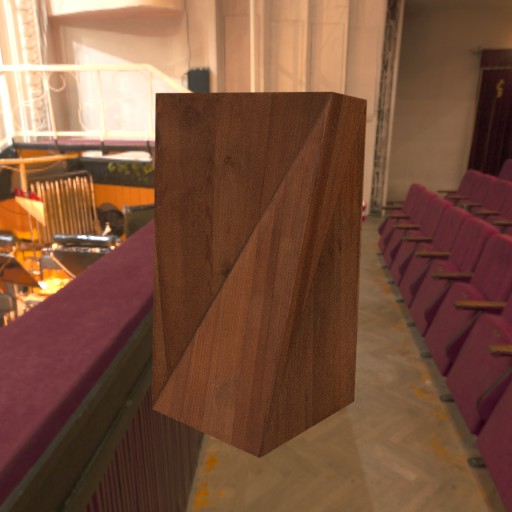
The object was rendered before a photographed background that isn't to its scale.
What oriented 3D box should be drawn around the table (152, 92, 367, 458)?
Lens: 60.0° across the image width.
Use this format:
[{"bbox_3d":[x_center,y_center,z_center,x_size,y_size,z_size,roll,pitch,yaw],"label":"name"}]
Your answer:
[{"bbox_3d":[0.000,0.000,0.900,0.425,0.604,0.441,2,17,8],"label":"table"}]
